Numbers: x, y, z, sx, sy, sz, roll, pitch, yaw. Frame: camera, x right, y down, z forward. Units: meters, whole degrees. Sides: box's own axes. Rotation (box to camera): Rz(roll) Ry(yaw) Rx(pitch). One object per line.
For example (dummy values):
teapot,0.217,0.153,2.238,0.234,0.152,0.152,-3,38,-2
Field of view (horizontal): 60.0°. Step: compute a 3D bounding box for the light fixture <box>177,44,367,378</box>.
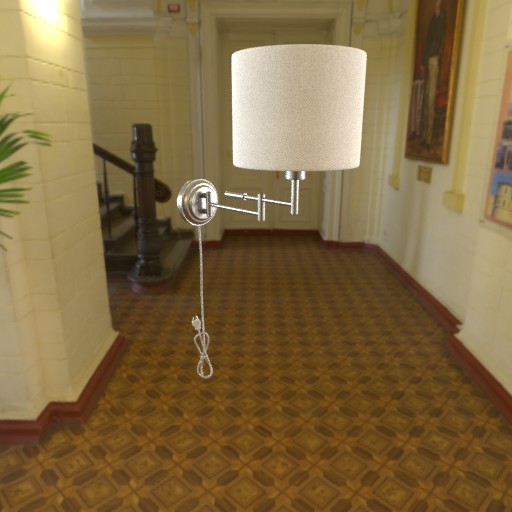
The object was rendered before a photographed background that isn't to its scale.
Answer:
light fixture,0.000,0.000,1.038,0.479,0.842,0.253,16,23,42
